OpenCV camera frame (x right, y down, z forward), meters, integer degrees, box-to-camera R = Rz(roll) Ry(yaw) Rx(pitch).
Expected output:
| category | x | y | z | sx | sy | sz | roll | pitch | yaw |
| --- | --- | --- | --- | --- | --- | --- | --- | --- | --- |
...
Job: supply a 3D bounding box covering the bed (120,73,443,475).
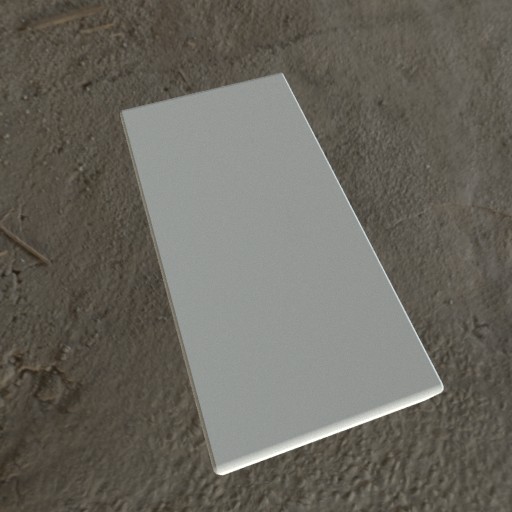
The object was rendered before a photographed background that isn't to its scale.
| category | x | y | z | sx | sy | sz | roll | pitch | yaw |
| --- | --- | --- | --- | --- | --- | --- | --- | --- | --- |
| bed | 0.000 | 0.000 | 2.364 | 0.961 | 0.616 | 1.902 | -17 | 64 | -8 |
